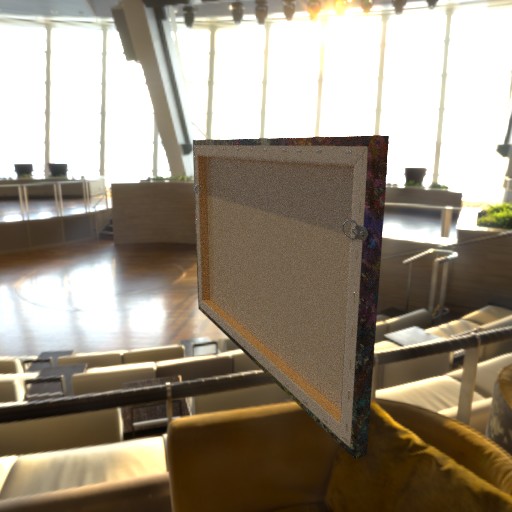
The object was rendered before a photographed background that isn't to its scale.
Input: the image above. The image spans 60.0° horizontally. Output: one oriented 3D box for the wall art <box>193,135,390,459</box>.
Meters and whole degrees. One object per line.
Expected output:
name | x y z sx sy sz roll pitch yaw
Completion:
wall art | 0.000 0.000 1.481 0.042 0.760 1.136 -7 16 -26
